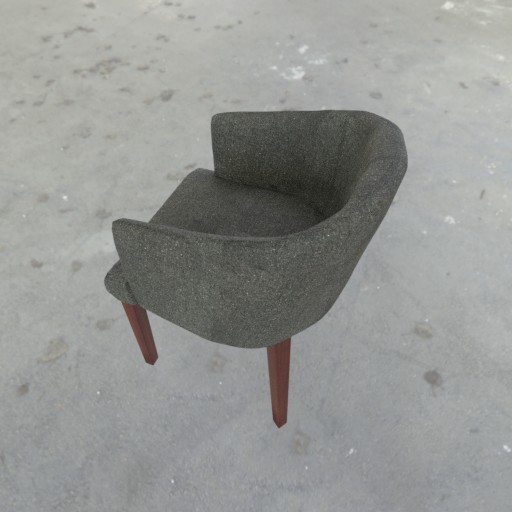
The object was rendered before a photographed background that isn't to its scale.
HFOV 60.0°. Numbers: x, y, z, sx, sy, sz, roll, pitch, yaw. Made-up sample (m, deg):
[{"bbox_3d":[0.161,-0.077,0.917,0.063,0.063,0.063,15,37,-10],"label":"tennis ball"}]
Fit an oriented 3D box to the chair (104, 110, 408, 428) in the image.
[{"bbox_3d":[0.000,0.000,1.255,0.655,0.811,0.583,17,49,15],"label":"chair"}]
